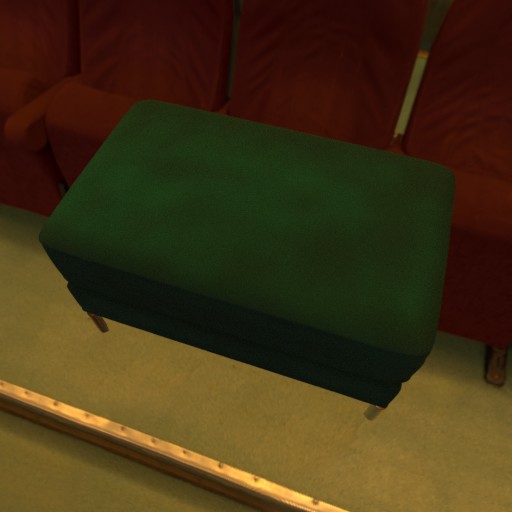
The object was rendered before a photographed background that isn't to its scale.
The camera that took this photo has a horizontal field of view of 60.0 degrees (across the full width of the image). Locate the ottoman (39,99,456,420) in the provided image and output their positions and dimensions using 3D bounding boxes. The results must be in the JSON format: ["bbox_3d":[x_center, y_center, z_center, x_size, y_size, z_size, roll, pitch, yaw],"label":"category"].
[{"bbox_3d":[0.000,0.000,1.220,0.886,0.533,0.536,16,58,10],"label":"ottoman"}]
